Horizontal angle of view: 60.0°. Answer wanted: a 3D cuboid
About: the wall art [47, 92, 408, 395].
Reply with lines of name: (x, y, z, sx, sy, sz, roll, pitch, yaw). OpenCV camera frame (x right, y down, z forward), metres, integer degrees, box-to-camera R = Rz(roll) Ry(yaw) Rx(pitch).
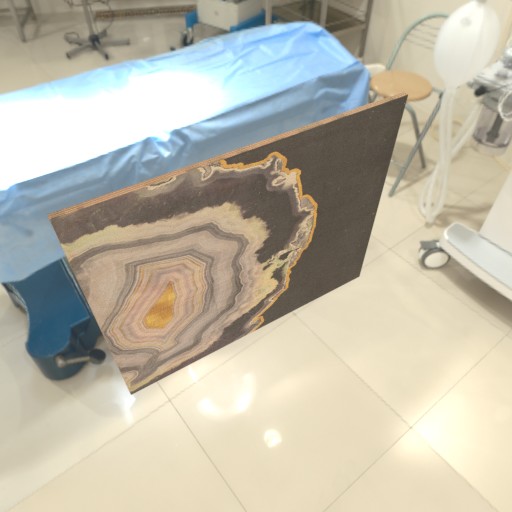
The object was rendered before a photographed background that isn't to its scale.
wall art: (0.000, 0.000, 0.702, 0.508, 0.408, 0.010, -24, 52, -21)
